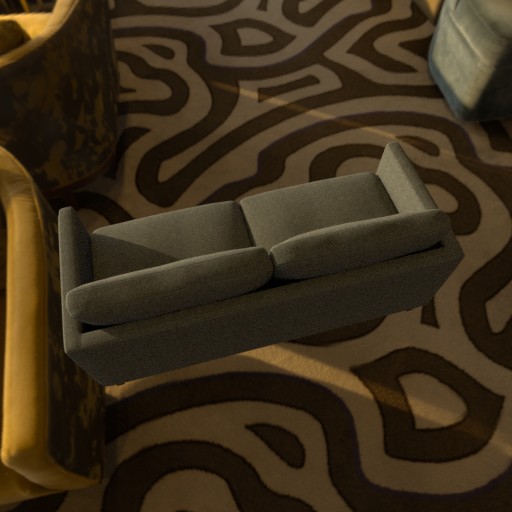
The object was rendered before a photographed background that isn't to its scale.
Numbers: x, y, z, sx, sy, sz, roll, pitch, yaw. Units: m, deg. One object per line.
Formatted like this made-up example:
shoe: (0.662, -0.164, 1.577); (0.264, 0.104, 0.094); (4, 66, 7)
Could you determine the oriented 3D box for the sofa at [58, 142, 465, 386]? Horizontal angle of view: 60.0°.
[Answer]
sofa: (0.000, 0.000, 2.774); (2.208, 0.965, 0.948); (-13, 60, -8)
